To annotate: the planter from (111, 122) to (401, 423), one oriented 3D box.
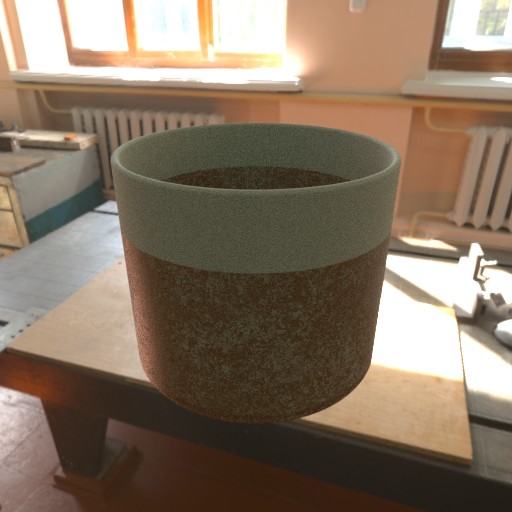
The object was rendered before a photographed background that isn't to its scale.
[{"bbox_3d":[0.000,0.000,0.282,0.159,0.138,0.159,0,27,0],"label":"planter"}]
